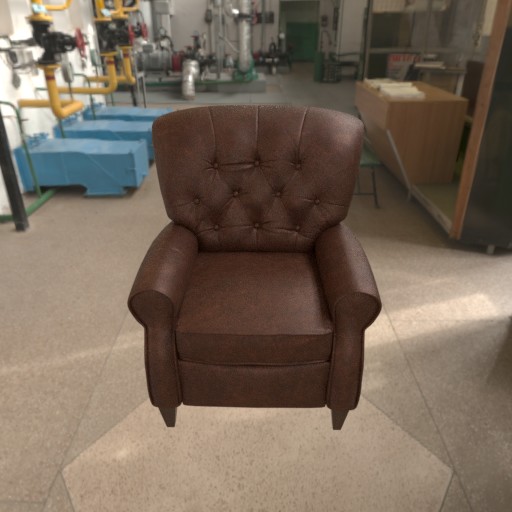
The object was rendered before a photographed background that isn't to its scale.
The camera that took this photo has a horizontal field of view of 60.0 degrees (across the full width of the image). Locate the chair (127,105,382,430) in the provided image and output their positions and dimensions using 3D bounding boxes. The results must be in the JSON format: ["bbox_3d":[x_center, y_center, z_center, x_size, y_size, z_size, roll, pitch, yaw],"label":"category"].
[{"bbox_3d":[0.000,0.000,1.984,0.979,1.162,1.031,1,29,1],"label":"chair"}]
